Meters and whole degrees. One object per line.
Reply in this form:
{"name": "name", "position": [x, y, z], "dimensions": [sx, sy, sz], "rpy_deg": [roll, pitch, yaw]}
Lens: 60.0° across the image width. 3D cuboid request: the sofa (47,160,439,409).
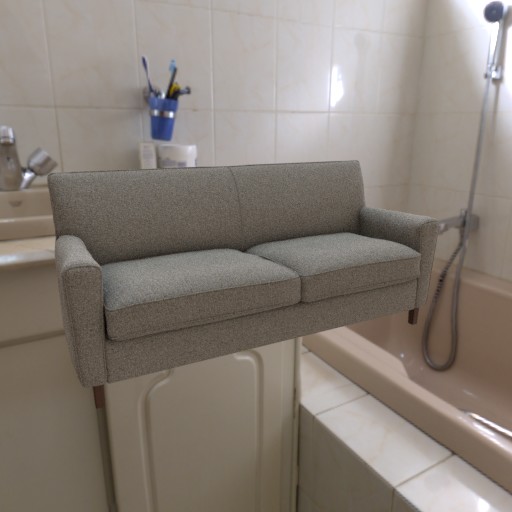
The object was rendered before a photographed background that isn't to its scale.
{"name": "sofa", "position": [0.000, 0.000, 2.472], "dimensions": [2.026, 0.942, 0.854], "rpy_deg": [-8, 18, -26]}
